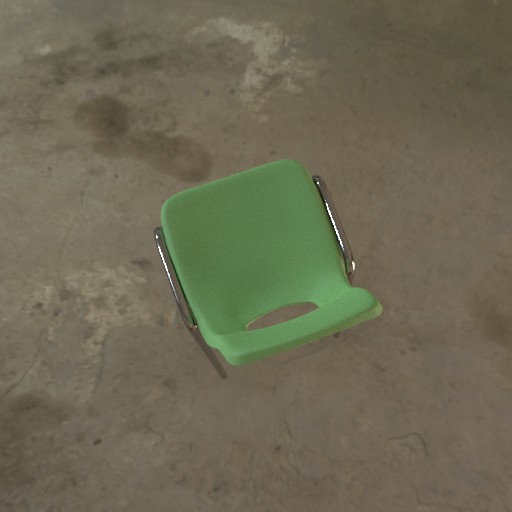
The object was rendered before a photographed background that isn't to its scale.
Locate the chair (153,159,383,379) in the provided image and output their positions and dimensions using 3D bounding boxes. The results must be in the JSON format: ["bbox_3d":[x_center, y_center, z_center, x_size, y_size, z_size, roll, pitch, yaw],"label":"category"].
[{"bbox_3d":[0.000,0.000,0.952,0.381,0.704,0.436,-19,76,-5],"label":"chair"}]
